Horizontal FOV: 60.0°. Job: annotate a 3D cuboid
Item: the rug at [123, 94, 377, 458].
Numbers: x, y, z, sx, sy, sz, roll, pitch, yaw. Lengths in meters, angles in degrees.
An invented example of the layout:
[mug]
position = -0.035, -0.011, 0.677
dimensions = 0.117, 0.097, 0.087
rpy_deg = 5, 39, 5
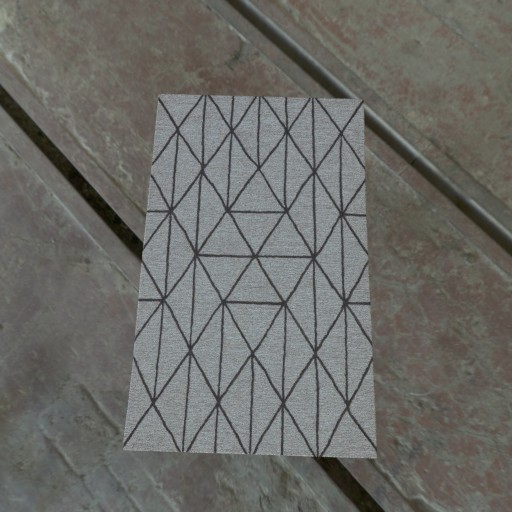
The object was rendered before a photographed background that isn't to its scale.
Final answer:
[rug]
position = 0.000, 0.000, 2.983
dimensions = 1.526, 0.008, 2.465
rpy_deg = 2, 75, 0
